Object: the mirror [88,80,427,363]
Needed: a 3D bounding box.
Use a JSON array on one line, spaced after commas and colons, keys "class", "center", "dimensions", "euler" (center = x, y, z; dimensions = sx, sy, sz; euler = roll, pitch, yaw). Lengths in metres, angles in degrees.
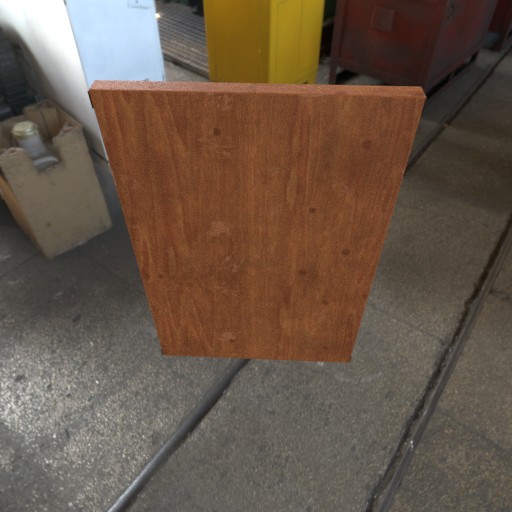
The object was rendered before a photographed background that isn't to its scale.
[{"class": "mirror", "center": [0.000, 0.000, 0.961], "dimensions": [0.517, 0.761, 0.053], "euler": [2, 46, 2]}]
